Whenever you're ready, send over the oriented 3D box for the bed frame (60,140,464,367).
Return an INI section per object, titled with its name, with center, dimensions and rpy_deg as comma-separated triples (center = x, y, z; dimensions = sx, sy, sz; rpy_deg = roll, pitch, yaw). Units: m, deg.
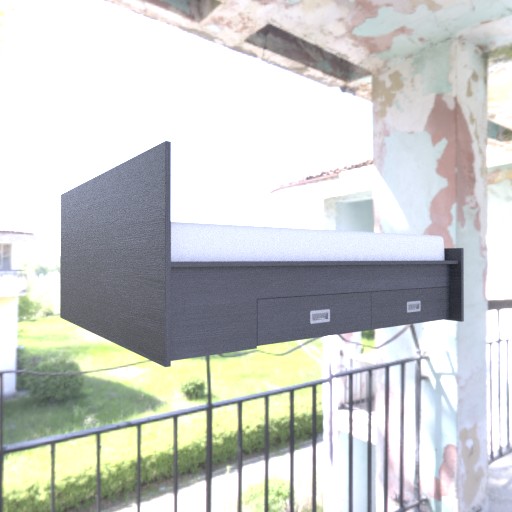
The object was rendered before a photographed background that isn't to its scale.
[bed frame]
center = 0.000, 0.000, 2.793
dimensions = 1.960, 0.800, 1.622
rpy_deg = 0, 0, -36
